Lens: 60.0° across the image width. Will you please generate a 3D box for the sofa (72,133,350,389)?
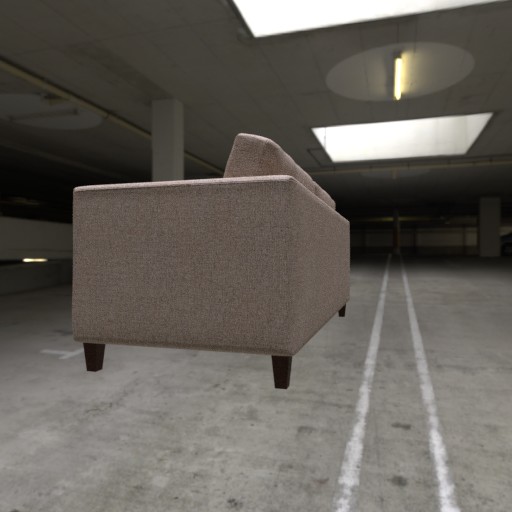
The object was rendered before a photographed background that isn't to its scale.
[{"bbox_3d":[0.000,0.000,2.710,0.951,0.965,2.208,0,0,17],"label":"sofa"}]
